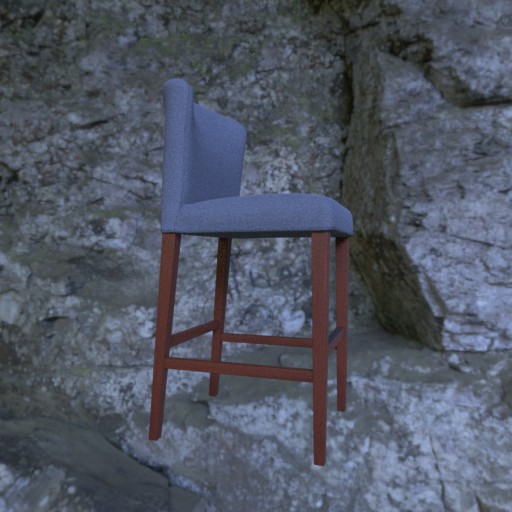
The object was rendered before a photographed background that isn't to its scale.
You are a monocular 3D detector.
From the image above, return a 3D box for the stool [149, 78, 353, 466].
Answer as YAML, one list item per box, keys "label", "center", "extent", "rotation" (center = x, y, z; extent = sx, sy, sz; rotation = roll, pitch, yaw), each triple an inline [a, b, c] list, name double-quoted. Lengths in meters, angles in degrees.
- label: "stool"
  center: [0.000, 0.000, 1.412]
  extent: [0.568, 1.069, 0.481]
  rotation: [0, 1, 19]
